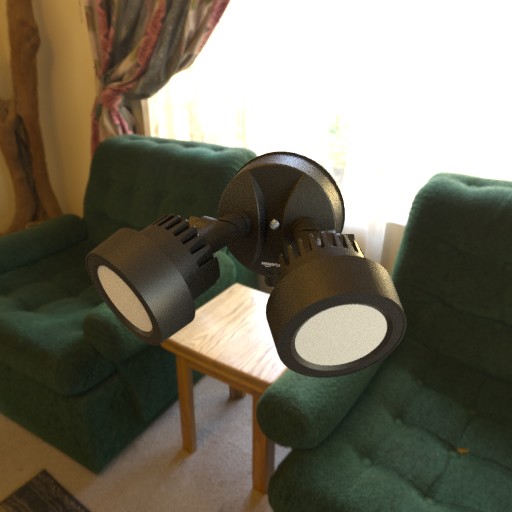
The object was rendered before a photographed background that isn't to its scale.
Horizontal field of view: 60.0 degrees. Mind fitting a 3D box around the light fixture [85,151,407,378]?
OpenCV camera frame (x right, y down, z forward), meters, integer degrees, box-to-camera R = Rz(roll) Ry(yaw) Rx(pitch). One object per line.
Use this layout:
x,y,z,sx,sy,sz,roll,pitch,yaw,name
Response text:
0.000,0.000,0.325,0.213,0.120,0.168,7,26,16,light fixture
